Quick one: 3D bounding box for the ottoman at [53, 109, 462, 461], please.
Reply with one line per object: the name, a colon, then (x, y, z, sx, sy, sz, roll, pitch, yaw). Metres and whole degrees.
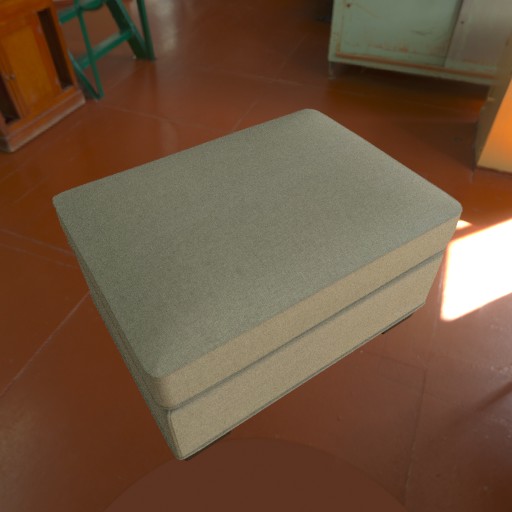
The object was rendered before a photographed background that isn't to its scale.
ottoman: (0.000, 0.000, 1.229, 0.843, 0.504, 0.619, -26, 51, -23)
